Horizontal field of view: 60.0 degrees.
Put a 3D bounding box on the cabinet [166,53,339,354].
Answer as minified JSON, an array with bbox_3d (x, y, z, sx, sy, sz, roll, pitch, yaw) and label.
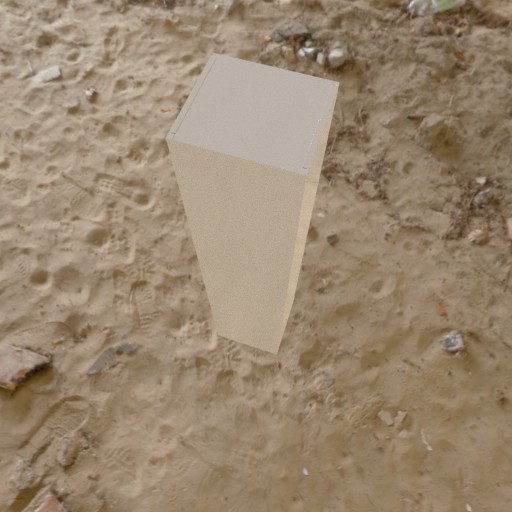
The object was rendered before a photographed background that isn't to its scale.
[{"bbox_3d":[0.000,0.000,1.572,0.300,1.400,0.270,17,65,8],"label":"cabinet"}]
